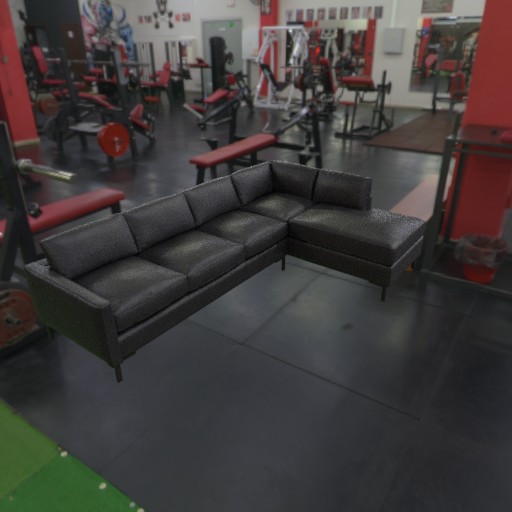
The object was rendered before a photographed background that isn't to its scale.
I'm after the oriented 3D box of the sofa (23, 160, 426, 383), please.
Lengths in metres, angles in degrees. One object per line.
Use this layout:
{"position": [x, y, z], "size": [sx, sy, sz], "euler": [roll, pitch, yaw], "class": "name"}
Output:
{"position": [0.000, 0.000, 3.782], "size": [1.938, 0.877, 2.984], "euler": [18, 32, 33], "class": "sofa"}
